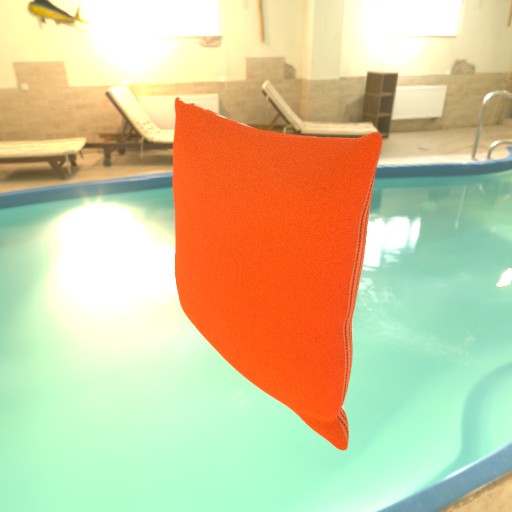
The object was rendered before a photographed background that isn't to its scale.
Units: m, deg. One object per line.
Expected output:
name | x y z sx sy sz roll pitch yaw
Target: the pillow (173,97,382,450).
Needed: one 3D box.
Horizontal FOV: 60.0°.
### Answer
pillow | 0.000 0.000 0.688 0.182 0.441 0.440 -19 32 -33
